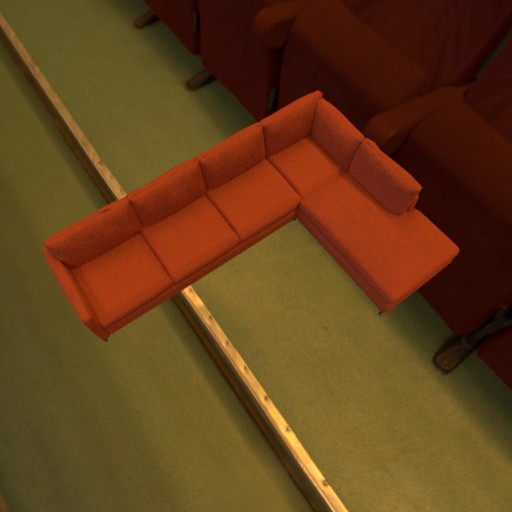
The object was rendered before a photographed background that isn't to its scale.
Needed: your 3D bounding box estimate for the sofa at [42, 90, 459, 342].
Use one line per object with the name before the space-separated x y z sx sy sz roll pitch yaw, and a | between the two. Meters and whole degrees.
sofa | 0.000 0.000 3.532 2.736 0.757 1.879 -33 68 -15
